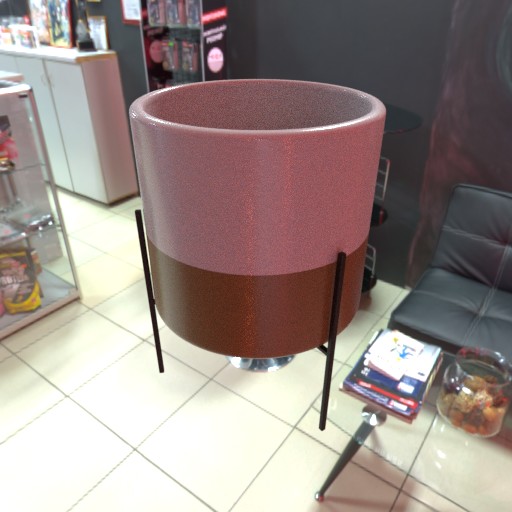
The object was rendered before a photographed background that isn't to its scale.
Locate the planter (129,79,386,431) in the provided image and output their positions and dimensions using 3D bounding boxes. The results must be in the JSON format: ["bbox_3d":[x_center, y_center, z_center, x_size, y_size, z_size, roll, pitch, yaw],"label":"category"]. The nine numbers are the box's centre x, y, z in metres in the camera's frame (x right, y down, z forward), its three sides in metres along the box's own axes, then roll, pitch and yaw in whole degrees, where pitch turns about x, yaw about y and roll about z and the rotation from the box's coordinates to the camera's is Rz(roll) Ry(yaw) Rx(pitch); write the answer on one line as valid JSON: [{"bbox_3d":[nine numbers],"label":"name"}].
[{"bbox_3d":[0.000,0.000,0.637,0.310,0.432,0.310,-11,33,-18],"label":"planter"}]
